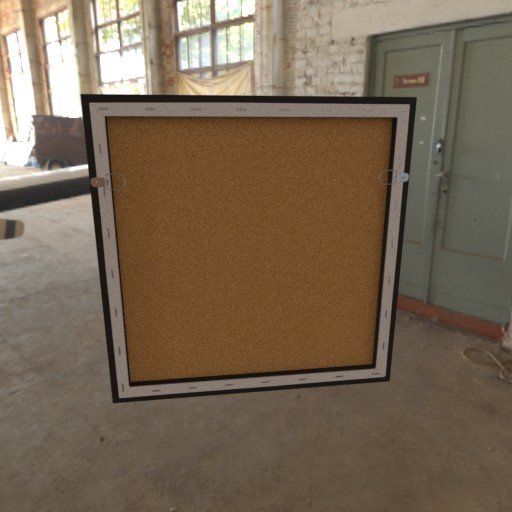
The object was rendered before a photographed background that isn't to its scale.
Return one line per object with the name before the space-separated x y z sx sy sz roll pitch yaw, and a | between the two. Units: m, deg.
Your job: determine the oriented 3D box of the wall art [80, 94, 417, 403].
wall art | 0.000 0.000 1.115 0.758 0.758 0.044 -2 16 -8
